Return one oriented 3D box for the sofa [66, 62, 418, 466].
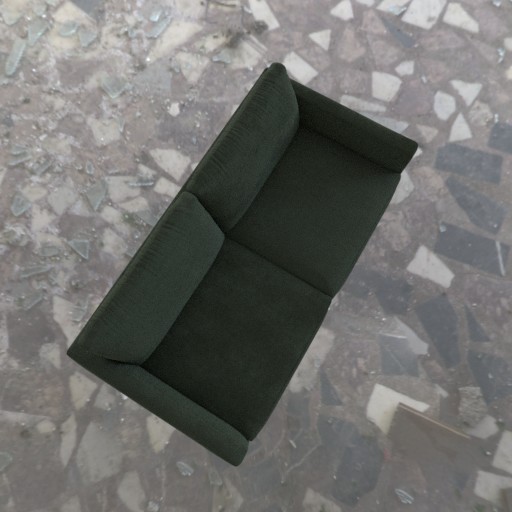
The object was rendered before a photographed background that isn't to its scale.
[{"bbox_3d":[0.000,0.000,2.169,0.875,0.817,1.676,30,77,8],"label":"sofa"}]
